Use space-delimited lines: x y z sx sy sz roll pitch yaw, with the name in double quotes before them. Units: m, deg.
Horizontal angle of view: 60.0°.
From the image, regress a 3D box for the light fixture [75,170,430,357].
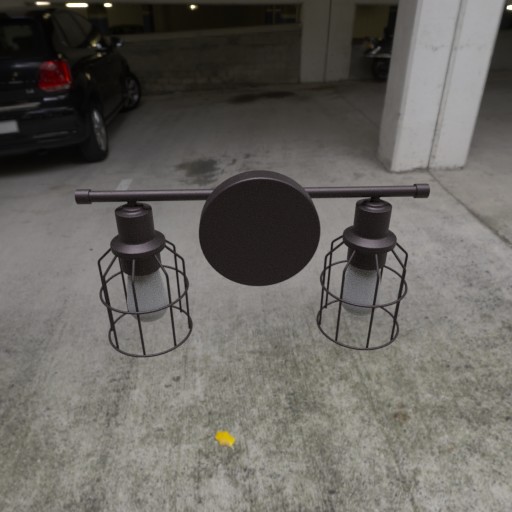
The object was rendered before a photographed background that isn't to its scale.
"light fixture" 0.000 0.000 0.526 0.406 0.254 0.165 -1 30 -2
